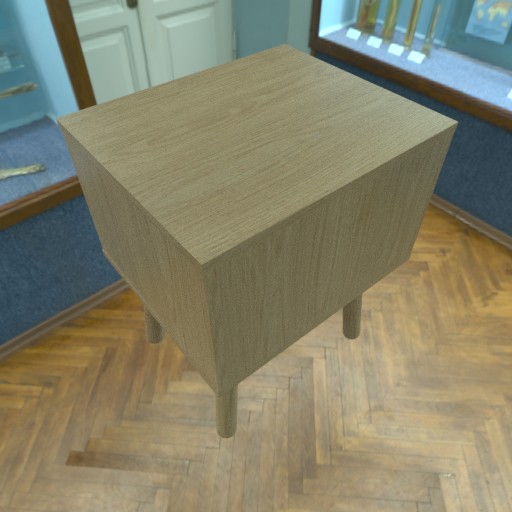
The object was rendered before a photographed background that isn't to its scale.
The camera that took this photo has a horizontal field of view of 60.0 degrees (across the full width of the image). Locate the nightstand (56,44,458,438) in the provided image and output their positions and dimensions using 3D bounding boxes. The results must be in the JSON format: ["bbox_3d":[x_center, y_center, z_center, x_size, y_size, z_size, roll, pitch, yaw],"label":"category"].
[{"bbox_3d":[0.000,0.000,0.853,0.450,0.571,0.380,-30,53,-26],"label":"nightstand"}]
